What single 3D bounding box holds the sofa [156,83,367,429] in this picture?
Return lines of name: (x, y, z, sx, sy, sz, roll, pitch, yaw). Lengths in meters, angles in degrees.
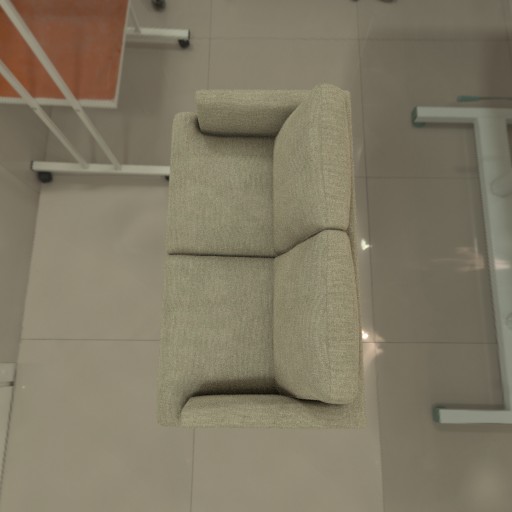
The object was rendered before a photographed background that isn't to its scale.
sofa: (0.000, 0.000, 2.170, 0.903, 0.944, 1.582, 0, 76, 0)
